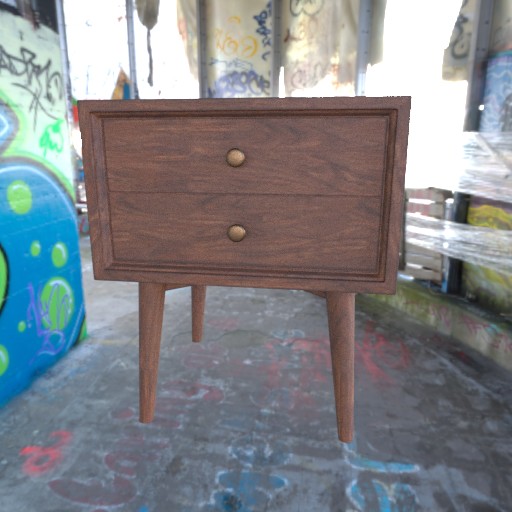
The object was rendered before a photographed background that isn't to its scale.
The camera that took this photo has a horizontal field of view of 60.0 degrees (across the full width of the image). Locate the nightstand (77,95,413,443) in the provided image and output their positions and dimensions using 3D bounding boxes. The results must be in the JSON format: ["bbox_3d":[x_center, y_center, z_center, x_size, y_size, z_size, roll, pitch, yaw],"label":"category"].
[{"bbox_3d":[0.000,0.000,0.953,0.521,0.607,0.445,2,15,8],"label":"nightstand"}]
